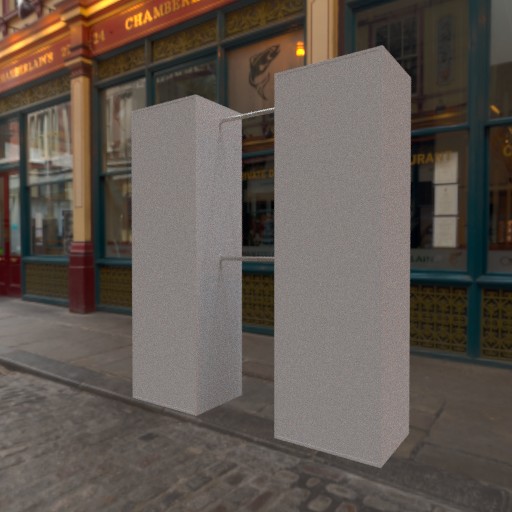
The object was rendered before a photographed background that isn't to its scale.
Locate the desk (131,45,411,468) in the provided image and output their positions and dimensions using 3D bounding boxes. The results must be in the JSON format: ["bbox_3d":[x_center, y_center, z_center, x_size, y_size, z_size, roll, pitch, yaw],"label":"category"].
[{"bbox_3d":[0.000,0.000,2.794,1.770,2.000,0.480,1,1,34],"label":"desk"}]
